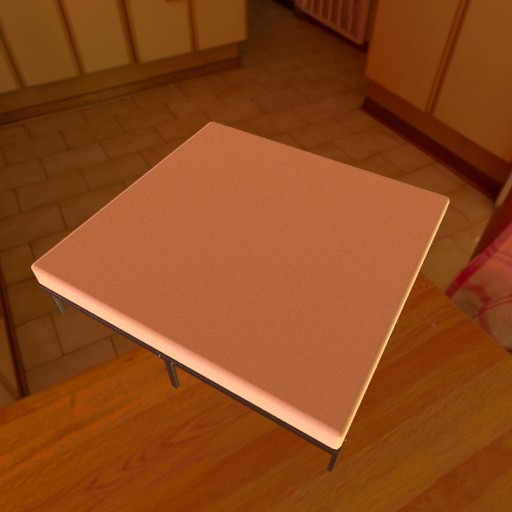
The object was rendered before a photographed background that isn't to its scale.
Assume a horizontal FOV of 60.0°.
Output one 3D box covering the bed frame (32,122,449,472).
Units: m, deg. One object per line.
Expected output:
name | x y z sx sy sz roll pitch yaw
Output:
bed frame | 0.000 0.000 3.950 2.635 0.680 2.526 23 51 20
